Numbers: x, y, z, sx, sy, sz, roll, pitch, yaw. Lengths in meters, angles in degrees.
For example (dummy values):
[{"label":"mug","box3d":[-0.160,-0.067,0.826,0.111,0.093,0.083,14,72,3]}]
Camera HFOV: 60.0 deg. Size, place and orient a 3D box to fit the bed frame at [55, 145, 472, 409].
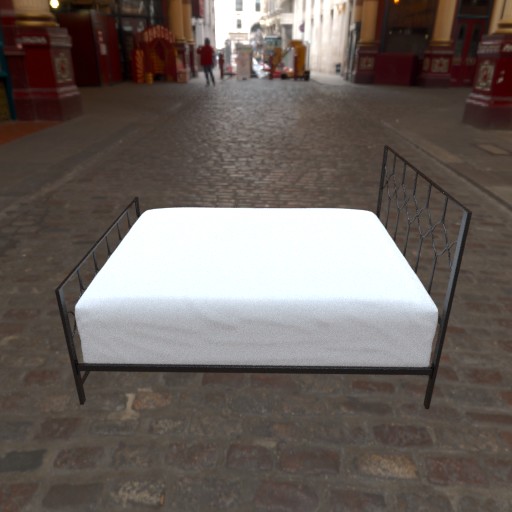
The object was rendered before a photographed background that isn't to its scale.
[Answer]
[{"label":"bed frame","box3d":[0.000,0.000,3.081,2.063,1.222,1.597,0,25,1]}]
